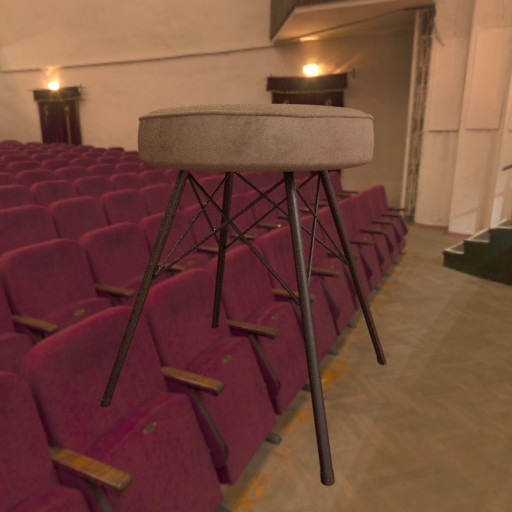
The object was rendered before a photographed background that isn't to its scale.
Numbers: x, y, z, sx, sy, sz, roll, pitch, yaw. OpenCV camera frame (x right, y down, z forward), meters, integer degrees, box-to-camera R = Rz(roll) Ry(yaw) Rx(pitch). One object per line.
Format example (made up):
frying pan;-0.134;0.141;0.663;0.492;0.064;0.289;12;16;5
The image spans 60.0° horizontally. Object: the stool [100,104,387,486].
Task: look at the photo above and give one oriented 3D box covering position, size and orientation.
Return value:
stool;0.000;0.000;0.851;0.457;0.538;0.423;7;17;26
